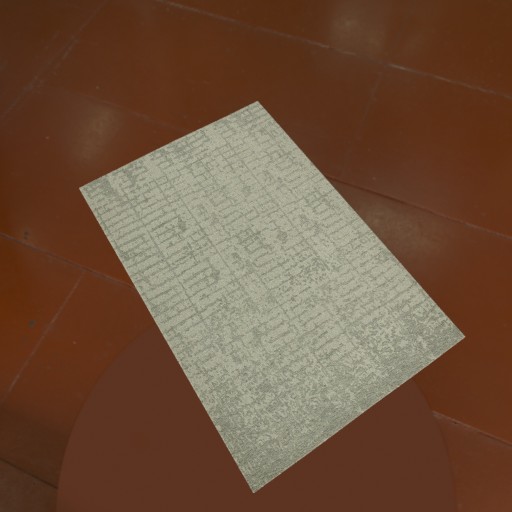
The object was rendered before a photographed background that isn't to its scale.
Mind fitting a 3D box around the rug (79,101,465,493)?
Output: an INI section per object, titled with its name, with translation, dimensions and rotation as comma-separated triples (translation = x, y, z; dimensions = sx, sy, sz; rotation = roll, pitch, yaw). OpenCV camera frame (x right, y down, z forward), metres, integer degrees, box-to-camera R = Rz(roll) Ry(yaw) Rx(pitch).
[rug]
translation = 0.000, 0.000, 2.321
dimensions = 1.211, 0.007, 1.827
rotation = -30, 67, -14
